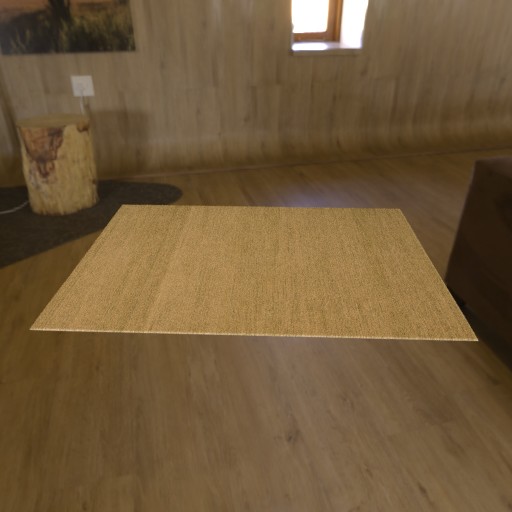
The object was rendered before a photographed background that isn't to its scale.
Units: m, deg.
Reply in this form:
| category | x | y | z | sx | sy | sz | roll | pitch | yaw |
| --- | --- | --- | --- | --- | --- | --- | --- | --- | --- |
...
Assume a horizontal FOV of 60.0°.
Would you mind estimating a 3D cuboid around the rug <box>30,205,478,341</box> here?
| category | x | y | z | sx | sy | sz | roll | pitch | yaw |
| --- | --- | --- | --- | --- | --- | --- | --- | --- | --- |
| rug | 0.000 | 0.000 | 5.077 | 3.935 | 0.025 | 2.782 | 1 | 30 | 2 |
